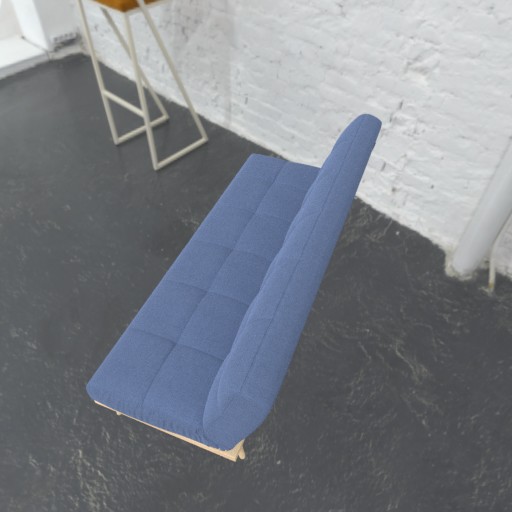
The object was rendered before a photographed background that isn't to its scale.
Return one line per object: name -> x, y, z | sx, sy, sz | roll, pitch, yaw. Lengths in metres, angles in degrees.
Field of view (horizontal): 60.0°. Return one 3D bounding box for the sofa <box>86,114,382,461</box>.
sofa -> 0.000, 0.000, 2.221 | 0.796, 0.800, 1.800 | 16, 49, 15
